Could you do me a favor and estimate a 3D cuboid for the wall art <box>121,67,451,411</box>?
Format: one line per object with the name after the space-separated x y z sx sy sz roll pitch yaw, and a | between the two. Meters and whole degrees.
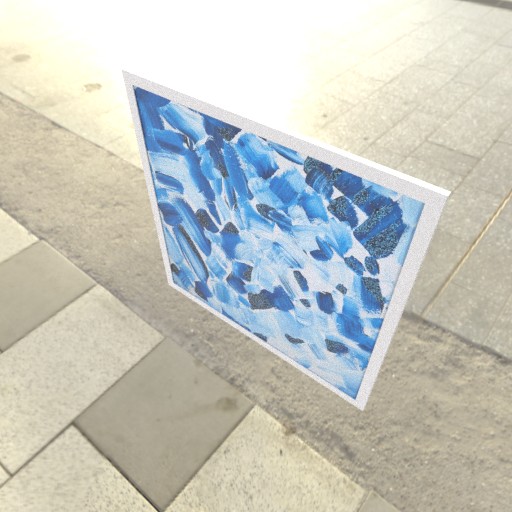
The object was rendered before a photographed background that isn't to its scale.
0.000 0.000 1.203 0.812 0.812 0.015 29 53 25 | wall art
